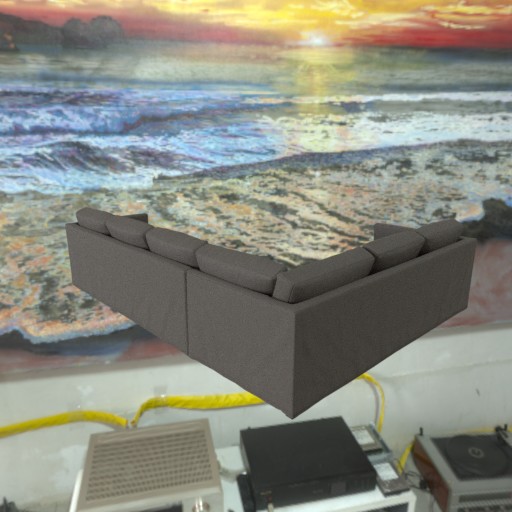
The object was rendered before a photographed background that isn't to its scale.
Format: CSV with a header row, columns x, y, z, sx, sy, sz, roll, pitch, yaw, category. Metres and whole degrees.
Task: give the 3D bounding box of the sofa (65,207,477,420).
x,y,z,sx,sy,sz,roll,pitch,yaw,category
0.000,0.000,4.312,2.432,0.871,3.182,-15,22,-41,sofa
